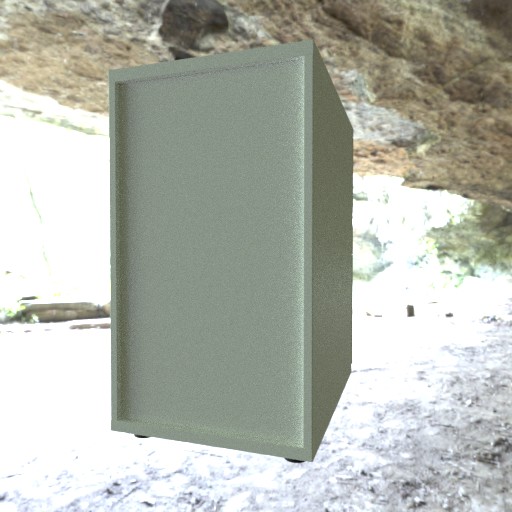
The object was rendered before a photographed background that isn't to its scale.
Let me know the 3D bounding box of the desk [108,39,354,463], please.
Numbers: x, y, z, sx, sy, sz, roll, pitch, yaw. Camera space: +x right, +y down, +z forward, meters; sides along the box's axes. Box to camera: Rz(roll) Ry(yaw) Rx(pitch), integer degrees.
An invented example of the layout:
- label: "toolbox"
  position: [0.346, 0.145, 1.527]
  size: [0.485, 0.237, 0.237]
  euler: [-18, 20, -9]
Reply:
- label: "desk"
  position: [0.000, 0.000, 1.087]
  size: [0.404, 0.730, 0.600]
  euler: [0, 1, 19]
